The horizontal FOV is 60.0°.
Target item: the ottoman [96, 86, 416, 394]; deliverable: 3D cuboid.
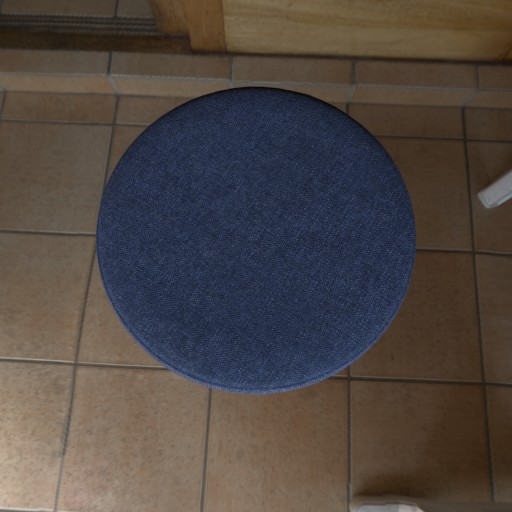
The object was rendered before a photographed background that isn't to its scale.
[{"bbox_3d":[0.000,0.000,0.893,0.520,0.430,0.520,0,75,0],"label":"ottoman"}]
